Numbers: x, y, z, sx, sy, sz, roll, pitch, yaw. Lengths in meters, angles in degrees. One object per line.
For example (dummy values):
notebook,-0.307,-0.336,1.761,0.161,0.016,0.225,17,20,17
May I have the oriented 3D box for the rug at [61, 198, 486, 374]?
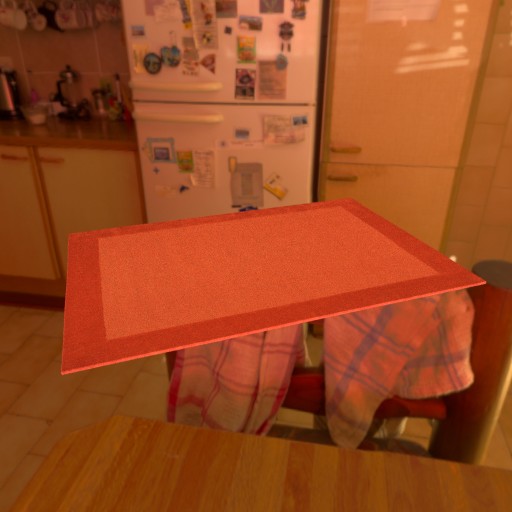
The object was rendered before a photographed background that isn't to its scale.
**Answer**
rug,0.000,0.000,2.284,1.829,0.014,1.219,-9,28,-17
